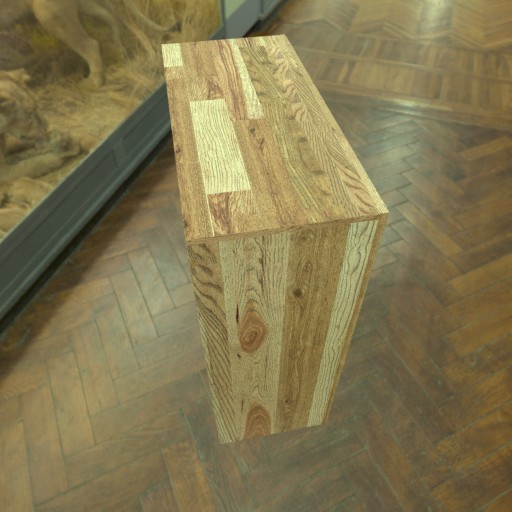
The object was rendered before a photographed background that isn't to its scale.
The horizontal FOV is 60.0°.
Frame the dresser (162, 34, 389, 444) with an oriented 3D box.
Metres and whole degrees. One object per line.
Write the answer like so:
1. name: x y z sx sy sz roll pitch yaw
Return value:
1. dresser: 0.000 0.000 1.711 0.480 1.243 0.966 -8 48 -7
